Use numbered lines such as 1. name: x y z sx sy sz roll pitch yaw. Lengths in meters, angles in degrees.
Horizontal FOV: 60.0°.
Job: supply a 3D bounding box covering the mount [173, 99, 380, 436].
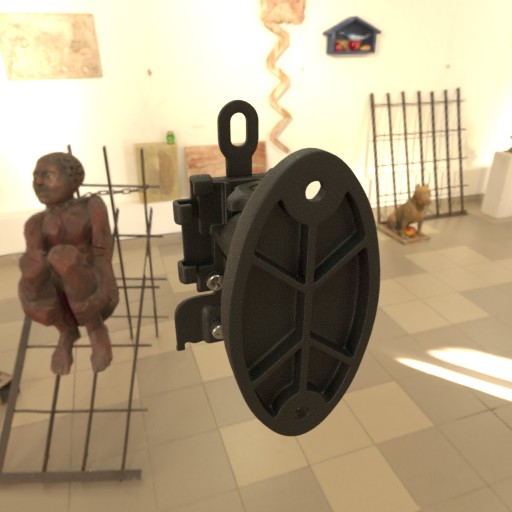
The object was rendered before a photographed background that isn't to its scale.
1. mount: 0.000 0.000 0.183 0.066 0.118 0.100 -9 27 -17
